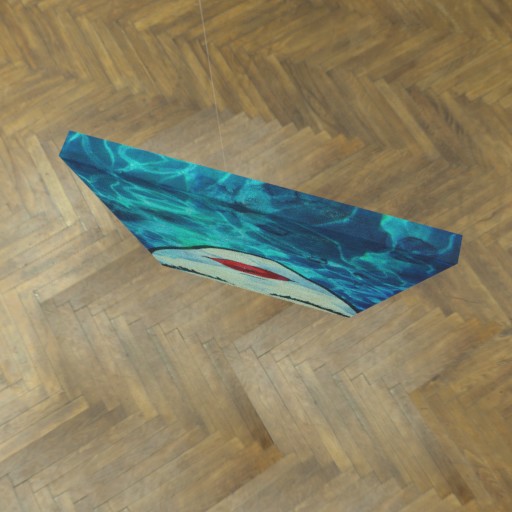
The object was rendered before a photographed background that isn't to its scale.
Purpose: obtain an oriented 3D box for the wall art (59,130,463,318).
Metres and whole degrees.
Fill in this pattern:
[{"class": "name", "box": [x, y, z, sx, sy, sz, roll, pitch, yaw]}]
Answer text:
[{"class": "wall art", "box": [0.000, 0.000, 0.854, 0.508, 0.635, 0.038, 16, 77, 4]}]
